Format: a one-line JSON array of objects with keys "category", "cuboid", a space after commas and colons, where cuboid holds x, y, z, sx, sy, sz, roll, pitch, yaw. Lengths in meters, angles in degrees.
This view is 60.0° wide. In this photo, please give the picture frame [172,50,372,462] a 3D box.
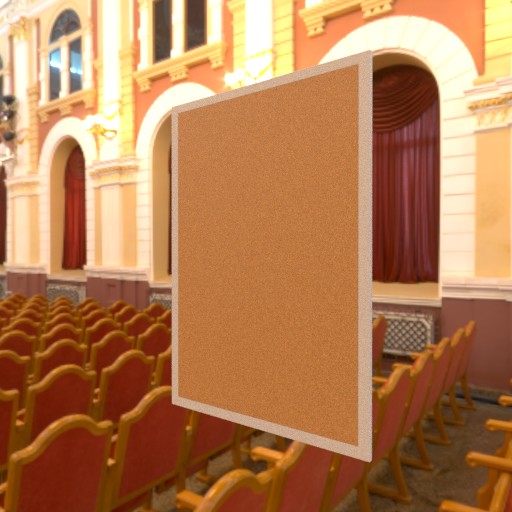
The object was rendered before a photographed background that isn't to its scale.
[{"category": "picture frame", "cuboid": [0.000, 0.000, 1.212, 0.659, 0.940, 0.013, 0, 0, 37]}]
